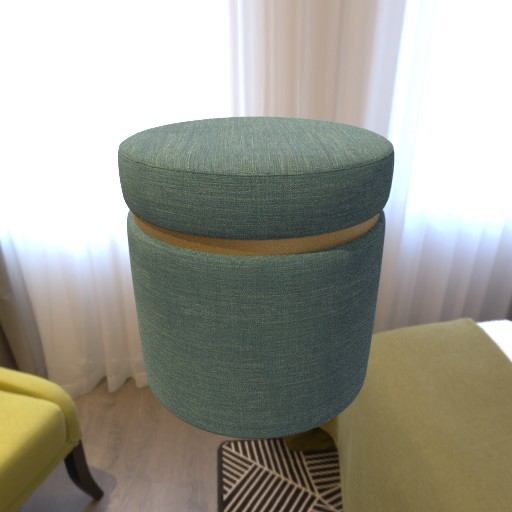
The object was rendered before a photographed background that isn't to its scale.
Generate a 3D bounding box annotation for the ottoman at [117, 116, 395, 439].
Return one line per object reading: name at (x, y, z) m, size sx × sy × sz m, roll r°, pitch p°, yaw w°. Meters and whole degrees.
ottoman at (0.000, 0.000, 0.728) m, size 0.398 × 0.406 × 0.398 m, roll 0°, pitch 25°, yaw 0°
